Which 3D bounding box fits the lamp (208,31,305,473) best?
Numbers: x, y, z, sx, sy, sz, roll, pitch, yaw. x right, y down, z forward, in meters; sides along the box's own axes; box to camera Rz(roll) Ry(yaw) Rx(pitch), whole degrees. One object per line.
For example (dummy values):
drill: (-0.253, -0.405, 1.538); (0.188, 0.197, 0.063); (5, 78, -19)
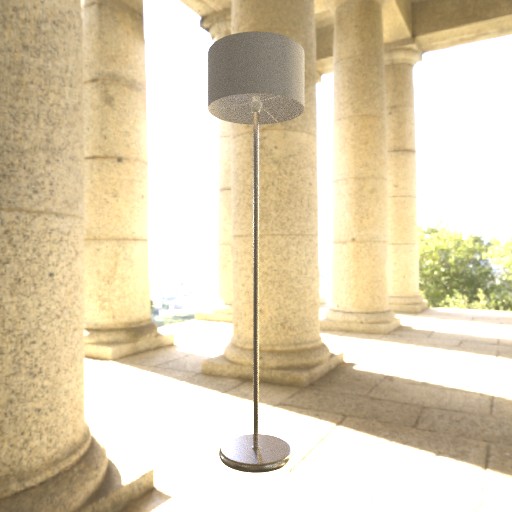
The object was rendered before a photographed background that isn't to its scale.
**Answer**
lamp: (0.000, 0.000, 1.600); (0.347, 1.443, 0.347); (0, 0, 1)
